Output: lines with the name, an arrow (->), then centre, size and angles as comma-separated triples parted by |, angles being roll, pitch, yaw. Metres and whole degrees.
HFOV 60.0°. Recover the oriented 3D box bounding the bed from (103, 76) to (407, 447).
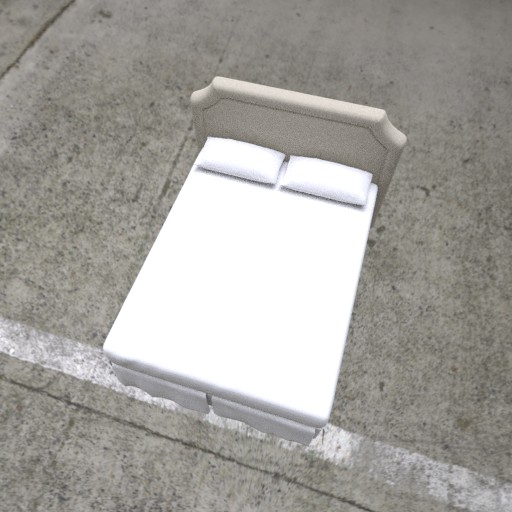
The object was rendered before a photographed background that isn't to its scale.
bed -> 0.000, 0.000, 3.238 | 1.693, 1.290, 2.116 | 15, 60, 9
